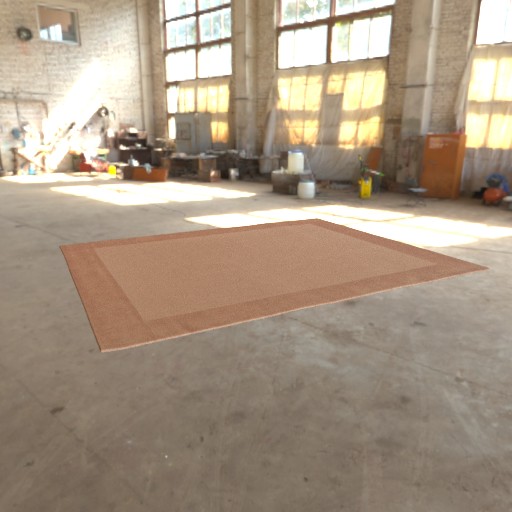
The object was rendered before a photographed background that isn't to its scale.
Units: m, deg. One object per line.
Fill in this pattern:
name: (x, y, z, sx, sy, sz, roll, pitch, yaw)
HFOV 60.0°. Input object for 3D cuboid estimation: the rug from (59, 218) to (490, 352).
rug: (0.000, 0.000, 3.965, 3.057, 0.021, 2.431, -8, 18, -27)
